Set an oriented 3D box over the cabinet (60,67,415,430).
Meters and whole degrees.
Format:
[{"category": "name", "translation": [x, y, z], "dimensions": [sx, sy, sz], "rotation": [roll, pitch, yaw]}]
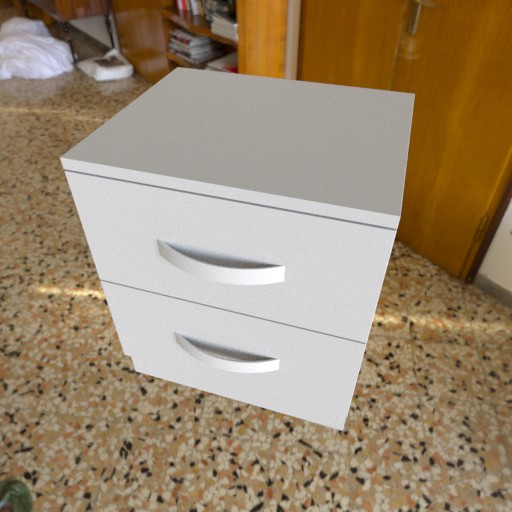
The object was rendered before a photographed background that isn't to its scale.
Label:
[{"category": "cabinet", "translation": [0.000, 0.000, 0.755], "dimensions": [0.400, 0.470, 0.360], "rotation": [12, 43, 13]}]
